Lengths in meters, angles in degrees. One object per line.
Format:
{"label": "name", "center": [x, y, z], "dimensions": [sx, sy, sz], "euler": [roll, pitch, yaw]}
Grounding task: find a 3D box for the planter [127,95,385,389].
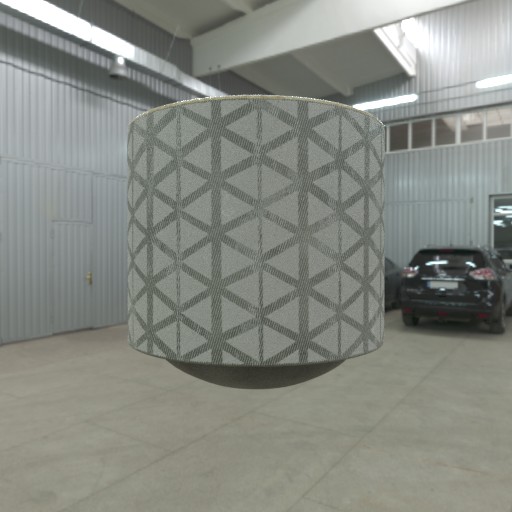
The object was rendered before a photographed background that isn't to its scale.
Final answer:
{"label": "planter", "center": [0.000, 0.000, 0.449], "dimensions": [0.250, 0.239, 0.250], "euler": [0, 1, 0]}
